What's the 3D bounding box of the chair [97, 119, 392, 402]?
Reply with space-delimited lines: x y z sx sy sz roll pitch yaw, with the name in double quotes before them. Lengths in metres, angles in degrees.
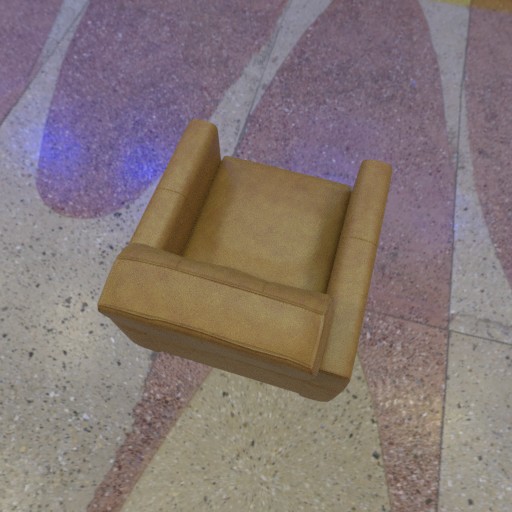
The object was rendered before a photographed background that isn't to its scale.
"chair" 0.000 0.000 1.679 0.845 0.968 0.942 15 64 7
